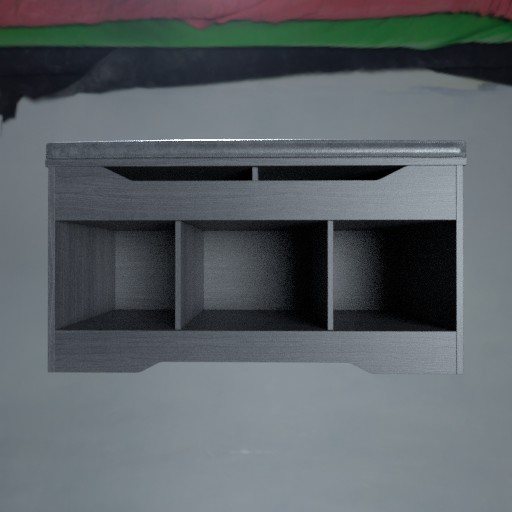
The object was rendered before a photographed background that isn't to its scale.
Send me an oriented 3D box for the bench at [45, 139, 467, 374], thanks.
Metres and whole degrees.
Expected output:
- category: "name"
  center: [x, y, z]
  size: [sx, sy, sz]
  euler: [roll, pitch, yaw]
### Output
- category: "bench"
  center: [0.000, 0.000, 1.144]
  size: [0.905, 0.501, 0.401]
  euler: [0, 0, 1]
